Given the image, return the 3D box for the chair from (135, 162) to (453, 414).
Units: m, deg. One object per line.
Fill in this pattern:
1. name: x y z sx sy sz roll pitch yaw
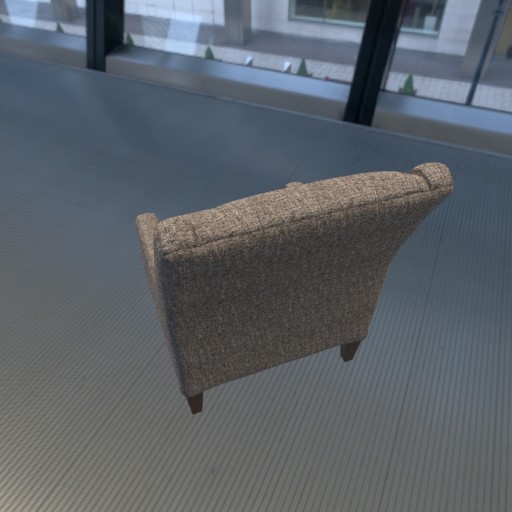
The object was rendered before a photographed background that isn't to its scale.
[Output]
1. chair: 0.000 0.000 1.622 0.774 1.014 0.870 -14 43 -16
